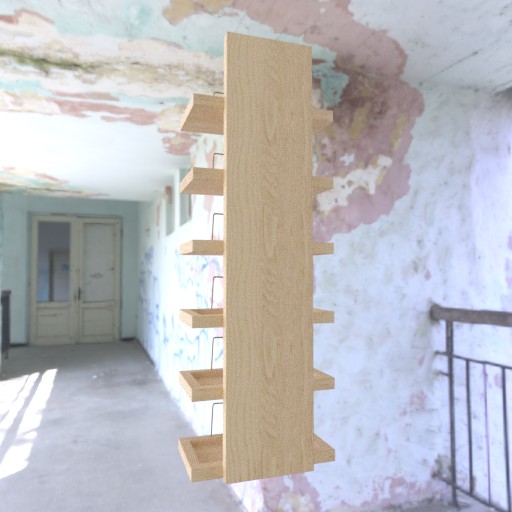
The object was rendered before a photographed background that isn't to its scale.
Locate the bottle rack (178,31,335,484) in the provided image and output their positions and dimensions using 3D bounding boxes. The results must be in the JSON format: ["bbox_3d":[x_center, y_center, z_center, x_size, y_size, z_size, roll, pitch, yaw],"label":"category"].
[{"bbox_3d":[0.000,0.000,1.051,0.330,0.943,0.206,1,-2,-18],"label":"bottle rack"}]
